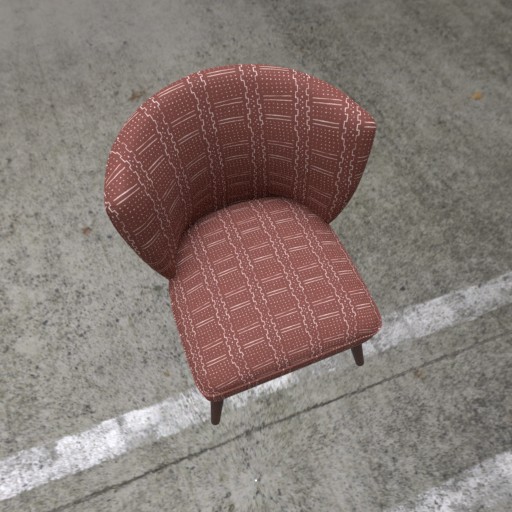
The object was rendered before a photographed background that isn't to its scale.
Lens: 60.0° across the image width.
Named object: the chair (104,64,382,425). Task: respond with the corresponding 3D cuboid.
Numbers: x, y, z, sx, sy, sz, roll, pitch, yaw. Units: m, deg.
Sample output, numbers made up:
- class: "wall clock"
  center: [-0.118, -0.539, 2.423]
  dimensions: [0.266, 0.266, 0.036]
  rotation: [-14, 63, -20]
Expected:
- class: "chair"
  center: [0.000, 0.000, 1.409]
  dimensions: [0.706, 0.866, 0.758]
  rotation: [-19, 65, -9]
